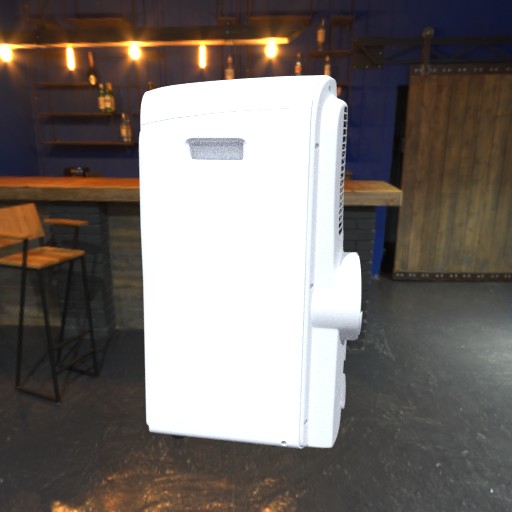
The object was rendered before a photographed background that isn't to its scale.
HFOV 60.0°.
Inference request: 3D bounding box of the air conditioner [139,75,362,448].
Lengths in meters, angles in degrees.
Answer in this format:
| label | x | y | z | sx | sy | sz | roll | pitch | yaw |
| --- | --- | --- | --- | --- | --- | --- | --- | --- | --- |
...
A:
| label | x | y | z | sx | sy | sz | roll | pitch | yaw |
| --- | --- | --- | --- | --- | --- | --- | --- | --- | --- |
| air conditioner | 0.000 | 0.000 | 1.058 | 0.467 | 0.765 | 0.478 | 2 | 16 | 6 |
